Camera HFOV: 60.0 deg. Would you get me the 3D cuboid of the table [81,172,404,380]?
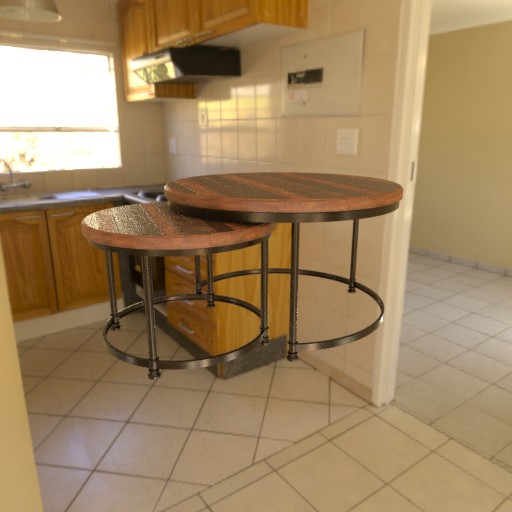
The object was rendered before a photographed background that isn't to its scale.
[{"bbox_3d":[0.000,0.000,1.637,0.870,0.516,1.152,15,21,42],"label":"table"}]
